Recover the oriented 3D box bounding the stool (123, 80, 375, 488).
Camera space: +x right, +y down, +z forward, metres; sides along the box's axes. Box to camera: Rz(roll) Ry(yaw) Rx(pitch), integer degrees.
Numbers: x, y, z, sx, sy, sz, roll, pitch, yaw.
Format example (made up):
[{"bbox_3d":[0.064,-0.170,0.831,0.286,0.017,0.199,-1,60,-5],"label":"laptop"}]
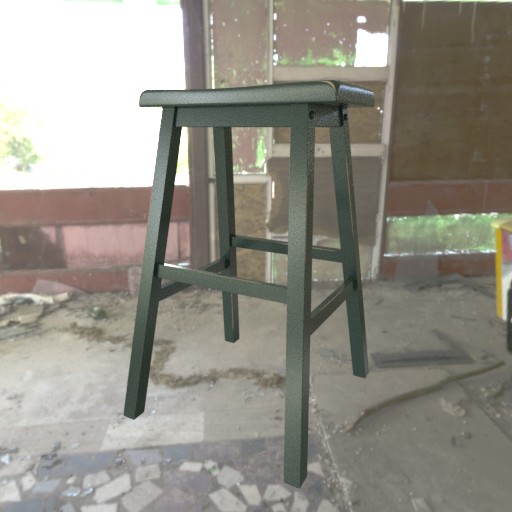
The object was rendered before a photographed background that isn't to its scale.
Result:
[{"bbox_3d":[0.000,0.000,1.045,0.457,0.737,0.476,9,18,28],"label":"stool"}]
